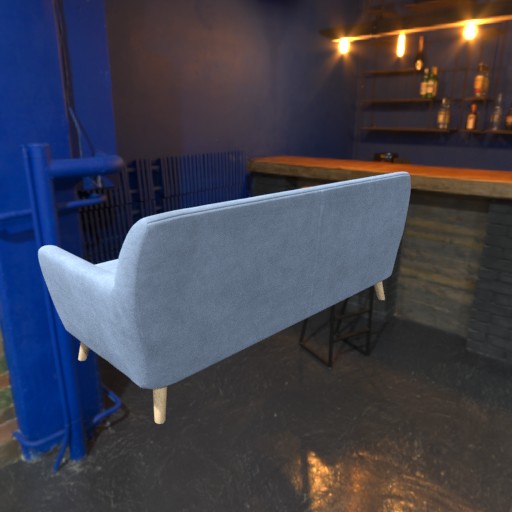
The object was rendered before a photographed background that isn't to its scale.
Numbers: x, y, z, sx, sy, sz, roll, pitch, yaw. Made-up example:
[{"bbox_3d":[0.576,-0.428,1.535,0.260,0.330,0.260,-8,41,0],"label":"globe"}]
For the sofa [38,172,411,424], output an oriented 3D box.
[{"bbox_3d":[0.000,0.000,2.394,0.830,0.830,1.970,16,23,42],"label":"sofa"}]
